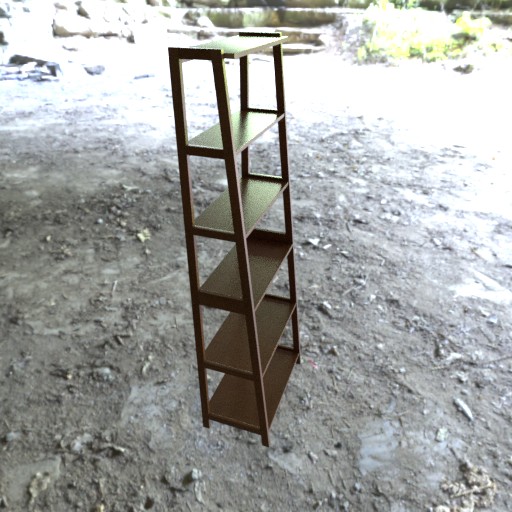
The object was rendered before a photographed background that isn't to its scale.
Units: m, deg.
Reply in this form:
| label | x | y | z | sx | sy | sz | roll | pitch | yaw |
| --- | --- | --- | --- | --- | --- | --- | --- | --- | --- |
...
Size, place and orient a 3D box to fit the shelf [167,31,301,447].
| label | x | y | z | sx | sy | sz | roll | pitch | yaw |
| --- | --- | --- | --- | --- | --- | --- | --- | --- | --- |
| shelf | 0.000 | 0.000 | 2.148 | 0.382 | 1.892 | 0.660 | 10 | 33 | 17 |
